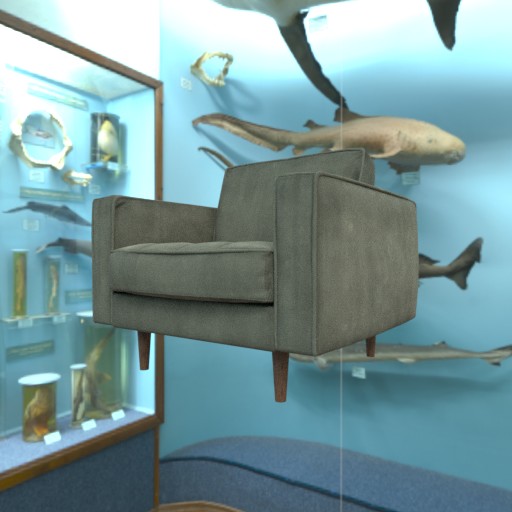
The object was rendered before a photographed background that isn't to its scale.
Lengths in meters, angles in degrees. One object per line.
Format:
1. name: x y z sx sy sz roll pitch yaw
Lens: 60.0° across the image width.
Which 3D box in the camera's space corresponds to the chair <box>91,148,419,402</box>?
1. chair: 0.000 0.000 1.568 0.928 0.773 0.843 0 0 36
